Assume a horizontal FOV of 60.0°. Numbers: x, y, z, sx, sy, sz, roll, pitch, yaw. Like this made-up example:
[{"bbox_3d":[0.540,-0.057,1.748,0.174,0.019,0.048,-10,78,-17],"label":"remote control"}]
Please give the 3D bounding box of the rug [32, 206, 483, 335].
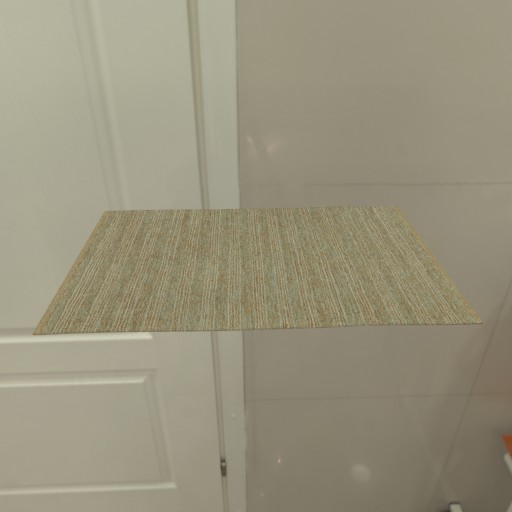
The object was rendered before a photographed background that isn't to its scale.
[{"bbox_3d":[0.000,0.000,3.057,2.448,0.012,1.540,-1,31,-2],"label":"rug"}]
